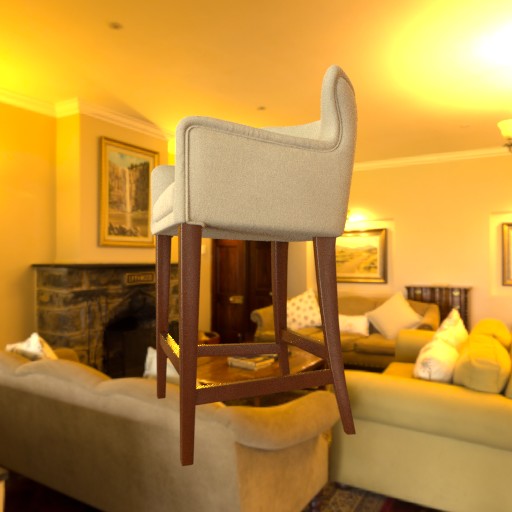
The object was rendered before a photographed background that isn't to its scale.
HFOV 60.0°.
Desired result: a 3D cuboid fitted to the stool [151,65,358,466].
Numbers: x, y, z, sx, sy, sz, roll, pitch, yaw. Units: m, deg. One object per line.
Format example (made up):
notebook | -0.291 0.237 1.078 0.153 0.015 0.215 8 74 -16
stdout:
stool | 0.000 0.000 1.334 0.570 0.951 0.601 0 0 -19
